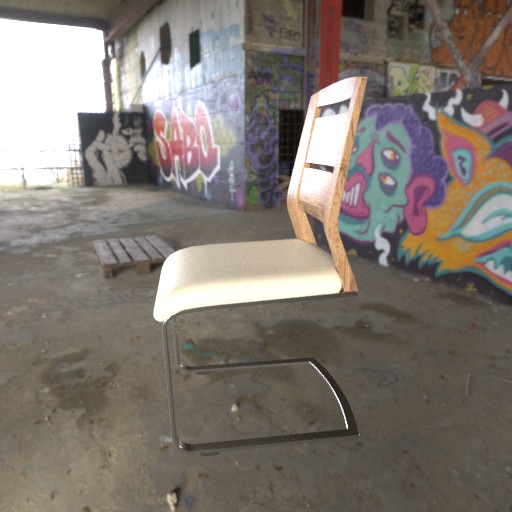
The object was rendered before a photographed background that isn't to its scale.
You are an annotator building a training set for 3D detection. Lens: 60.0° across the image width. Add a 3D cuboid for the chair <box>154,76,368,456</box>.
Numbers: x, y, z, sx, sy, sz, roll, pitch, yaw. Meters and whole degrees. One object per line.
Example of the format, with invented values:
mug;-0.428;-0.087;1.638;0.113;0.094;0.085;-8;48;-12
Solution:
chair;0.000;0.000;1.277;0.561;0.955;0.457;-2;15;-8
